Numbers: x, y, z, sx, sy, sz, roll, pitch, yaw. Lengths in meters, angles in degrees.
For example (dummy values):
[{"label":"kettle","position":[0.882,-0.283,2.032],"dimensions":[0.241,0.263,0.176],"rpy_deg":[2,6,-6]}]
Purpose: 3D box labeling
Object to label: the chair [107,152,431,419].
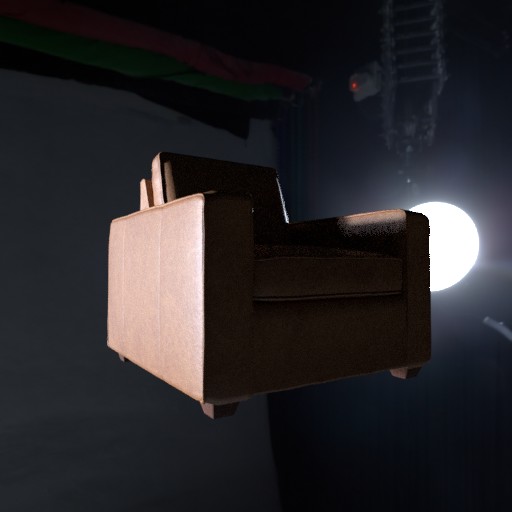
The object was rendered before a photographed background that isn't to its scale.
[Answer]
[{"label":"chair","position":[0.000,0.000,1.798],"dimensions":[0.987,0.901,1.027],"rpy_deg":[1,-1,-36]}]
